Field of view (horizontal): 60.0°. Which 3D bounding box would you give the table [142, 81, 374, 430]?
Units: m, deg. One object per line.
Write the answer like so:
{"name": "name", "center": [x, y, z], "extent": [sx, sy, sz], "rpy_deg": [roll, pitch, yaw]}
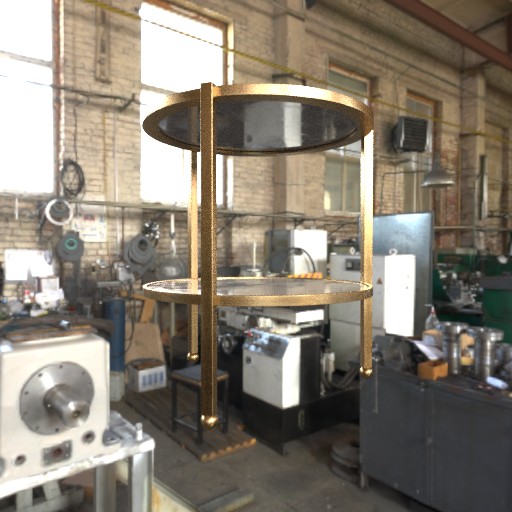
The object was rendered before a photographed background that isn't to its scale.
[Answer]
{"name": "table", "center": [0.000, 0.000, 0.453], "extent": [0.231, 0.269, 0.243], "rpy_deg": [0, 1, 19]}
